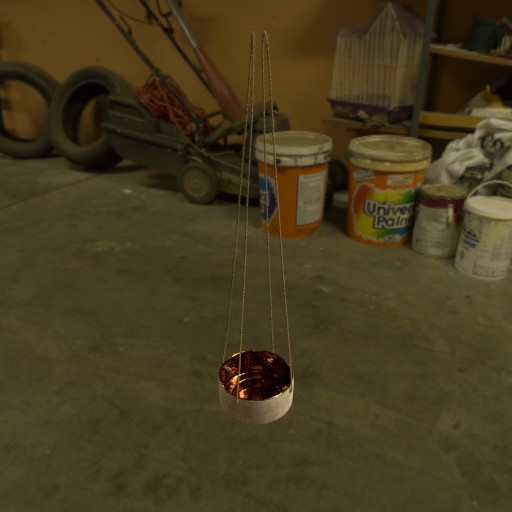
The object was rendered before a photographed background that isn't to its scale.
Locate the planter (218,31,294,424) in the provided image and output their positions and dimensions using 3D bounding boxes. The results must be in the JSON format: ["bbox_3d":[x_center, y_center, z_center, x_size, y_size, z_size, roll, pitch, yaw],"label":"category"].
[{"bbox_3d":[0.000,0.000,1.139,0.223,1.030,0.223,-8,28,-15],"label":"planter"}]
